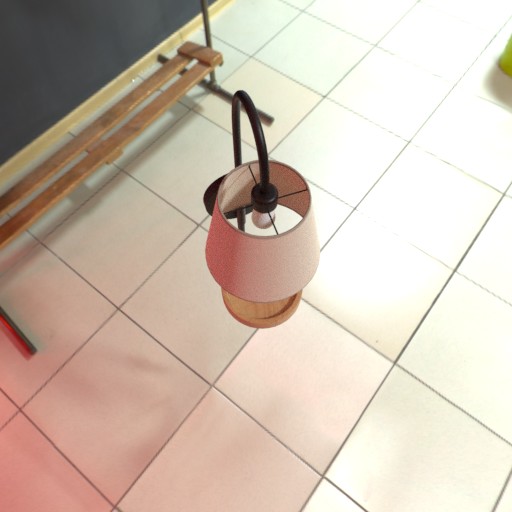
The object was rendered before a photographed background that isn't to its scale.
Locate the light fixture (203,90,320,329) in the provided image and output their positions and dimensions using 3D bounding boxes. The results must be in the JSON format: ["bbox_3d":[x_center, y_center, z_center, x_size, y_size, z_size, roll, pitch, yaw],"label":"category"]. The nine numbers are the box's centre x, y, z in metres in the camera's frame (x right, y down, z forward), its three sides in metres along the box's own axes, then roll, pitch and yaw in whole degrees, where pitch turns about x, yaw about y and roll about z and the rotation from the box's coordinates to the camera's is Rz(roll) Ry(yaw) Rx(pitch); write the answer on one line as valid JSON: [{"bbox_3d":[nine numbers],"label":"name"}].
[{"bbox_3d":[0.000,0.000,0.958,0.220,0.821,0.299,-17,64,-8],"label":"light fixture"}]
